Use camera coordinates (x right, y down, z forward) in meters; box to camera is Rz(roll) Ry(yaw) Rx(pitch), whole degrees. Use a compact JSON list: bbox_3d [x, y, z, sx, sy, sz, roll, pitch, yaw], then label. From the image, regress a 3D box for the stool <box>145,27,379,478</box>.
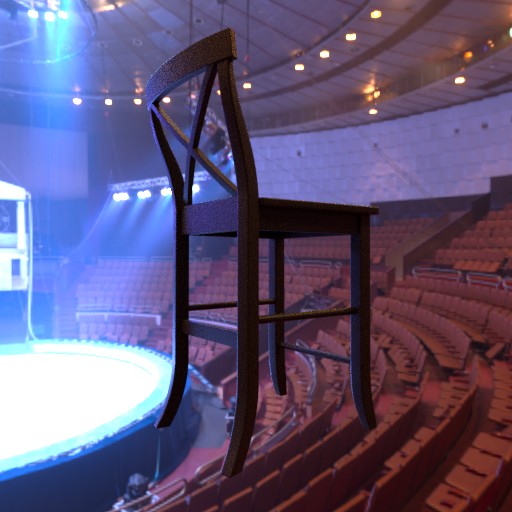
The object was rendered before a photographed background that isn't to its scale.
[{"bbox_3d":[0.000,0.000,1.276,0.559,0.989,0.452,0,-1,-37],"label":"stool"}]
